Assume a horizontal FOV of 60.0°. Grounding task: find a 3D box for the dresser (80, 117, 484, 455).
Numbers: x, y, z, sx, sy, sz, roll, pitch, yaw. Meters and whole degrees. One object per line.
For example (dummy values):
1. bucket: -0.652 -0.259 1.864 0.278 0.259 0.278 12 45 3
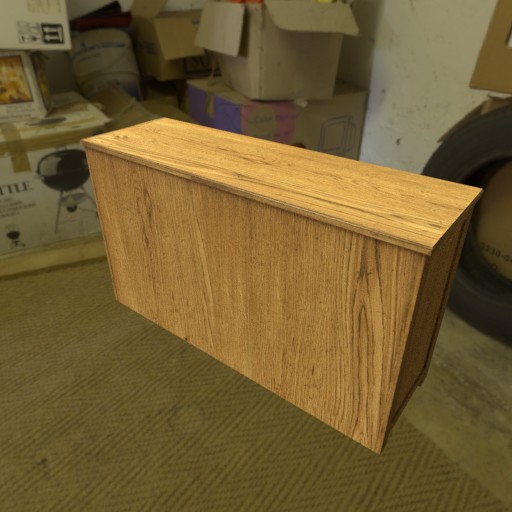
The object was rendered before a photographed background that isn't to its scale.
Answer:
1. dresser: 0.000 0.000 2.076 1.657 0.932 0.563 22 37 32
